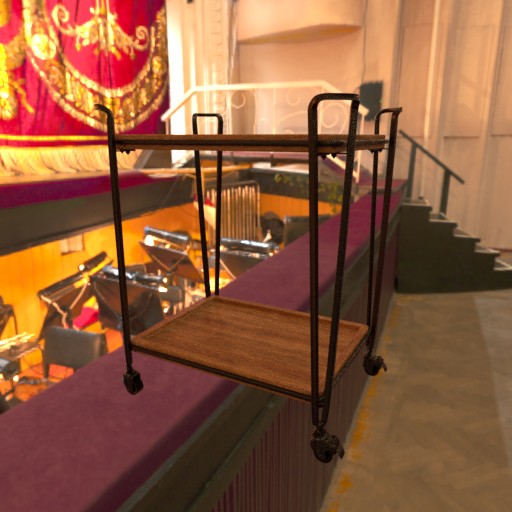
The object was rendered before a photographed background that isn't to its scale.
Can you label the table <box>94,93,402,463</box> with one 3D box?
[{"bbox_3d":[0.000,0.000,1.223,0.672,0.785,0.505,8,17,27],"label":"table"}]
